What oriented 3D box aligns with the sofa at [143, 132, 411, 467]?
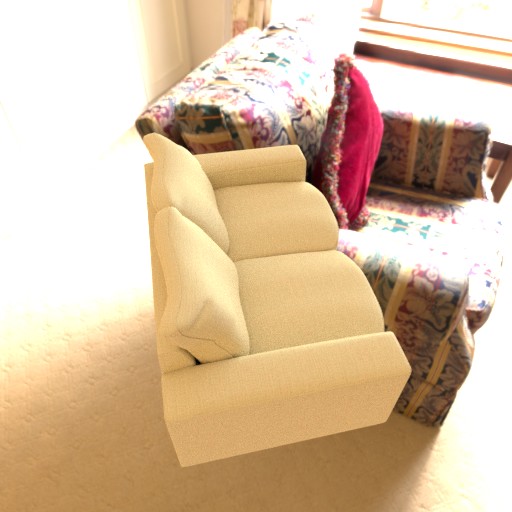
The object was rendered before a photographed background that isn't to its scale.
[{"bbox_3d":[0.000,0.000,2.427,1.091,0.875,1.754,-9,47,-8],"label":"sofa"}]
